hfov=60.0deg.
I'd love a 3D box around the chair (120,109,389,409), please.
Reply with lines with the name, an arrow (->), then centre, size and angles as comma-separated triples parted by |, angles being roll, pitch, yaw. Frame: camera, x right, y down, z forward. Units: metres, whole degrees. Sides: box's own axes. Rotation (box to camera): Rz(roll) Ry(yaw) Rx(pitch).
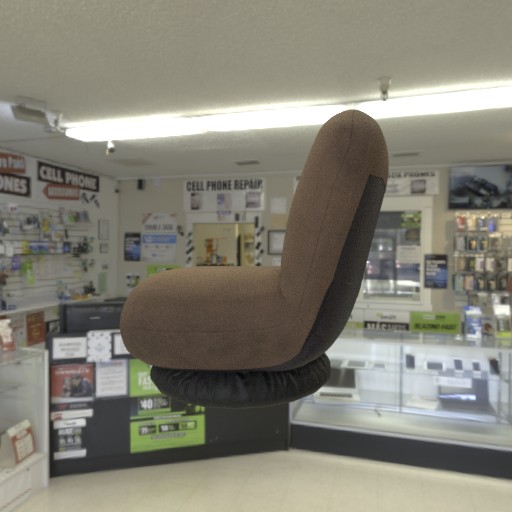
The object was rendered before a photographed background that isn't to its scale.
chair -> 0.000, 0.000, 1.050 | 0.597, 0.594, 0.521 | 0, 1, 19
